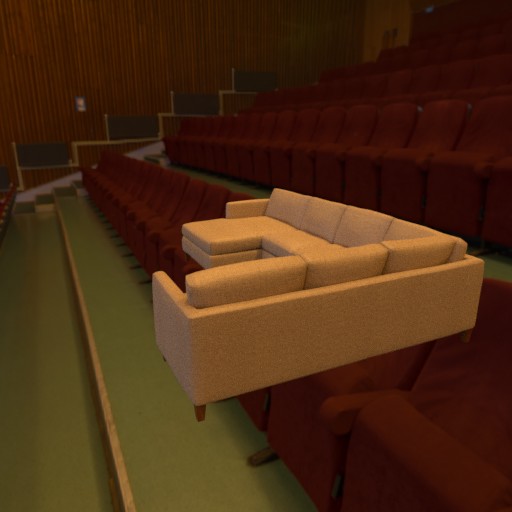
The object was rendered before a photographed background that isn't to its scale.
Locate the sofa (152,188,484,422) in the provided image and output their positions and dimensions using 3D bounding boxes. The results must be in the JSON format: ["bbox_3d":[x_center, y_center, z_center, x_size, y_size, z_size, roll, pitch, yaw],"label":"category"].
[{"bbox_3d":[0.000,0.000,4.661,2.594,0.961,3.460,-8,19,-25],"label":"sofa"}]
